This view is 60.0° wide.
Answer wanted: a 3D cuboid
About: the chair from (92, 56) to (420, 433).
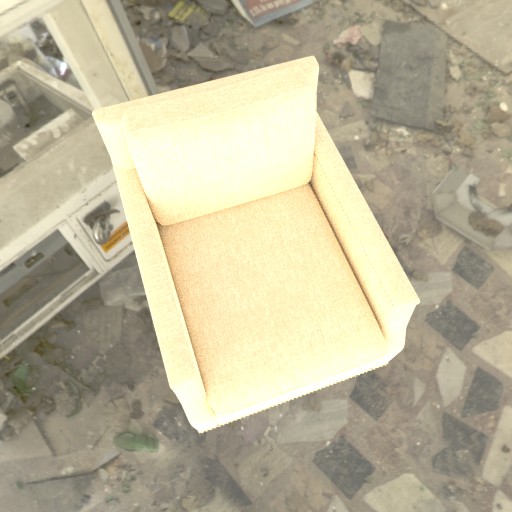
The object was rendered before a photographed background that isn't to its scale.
[{"bbox_3d":[0.000,0.000,1.721,0.838,0.940,1.041,-17,65,-8],"label":"chair"}]
